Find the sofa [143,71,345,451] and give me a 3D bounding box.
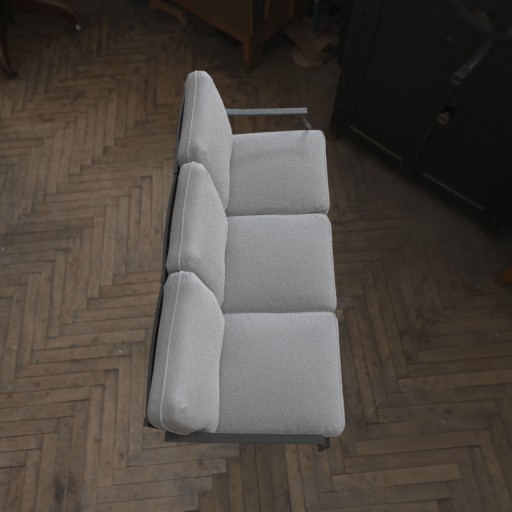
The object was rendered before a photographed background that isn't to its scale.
[{"bbox_3d":[0.000,0.000,2.212,0.787,0.860,1.740,1,64,0],"label":"sofa"}]
